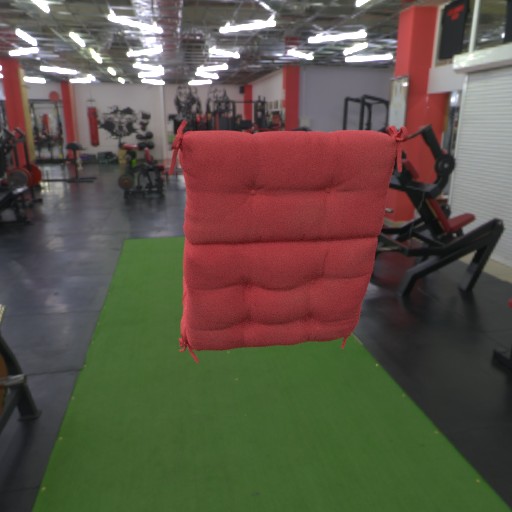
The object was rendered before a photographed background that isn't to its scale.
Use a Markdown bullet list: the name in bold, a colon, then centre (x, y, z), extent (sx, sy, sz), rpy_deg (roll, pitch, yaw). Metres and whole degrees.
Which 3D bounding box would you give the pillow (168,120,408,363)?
- **pillow**: centre (0.000, 0.000, 1.489), extent (0.526, 0.863, 1.016), rpy_deg (-2, 17, -8)
